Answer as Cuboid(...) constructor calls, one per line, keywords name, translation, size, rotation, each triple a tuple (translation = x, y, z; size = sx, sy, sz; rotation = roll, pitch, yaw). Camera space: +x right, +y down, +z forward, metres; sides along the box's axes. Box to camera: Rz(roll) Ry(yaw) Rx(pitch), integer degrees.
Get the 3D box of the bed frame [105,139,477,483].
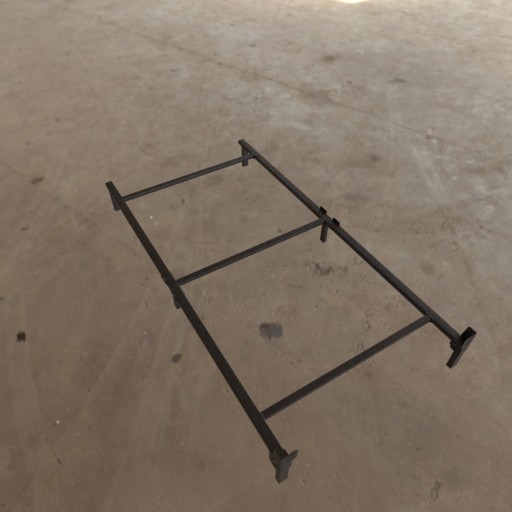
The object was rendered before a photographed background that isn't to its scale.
Cuboid(name="bed frame", translation=(0.000, 0.000, 2.289), size=(0.968, 0.248, 1.897), rotation=(-24, 50, -21))
